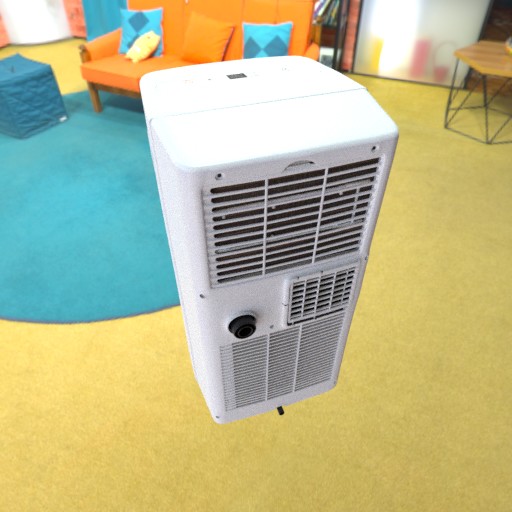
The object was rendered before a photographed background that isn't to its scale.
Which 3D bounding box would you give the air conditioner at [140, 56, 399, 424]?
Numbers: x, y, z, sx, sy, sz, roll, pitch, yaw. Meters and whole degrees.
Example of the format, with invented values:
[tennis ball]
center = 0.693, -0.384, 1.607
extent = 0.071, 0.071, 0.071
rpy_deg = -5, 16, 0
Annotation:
[air conditioner]
center = 0.000, 0.000, 0.808
extent = 0.304, 0.606, 0.349
rpy_deg = -13, 44, -14
